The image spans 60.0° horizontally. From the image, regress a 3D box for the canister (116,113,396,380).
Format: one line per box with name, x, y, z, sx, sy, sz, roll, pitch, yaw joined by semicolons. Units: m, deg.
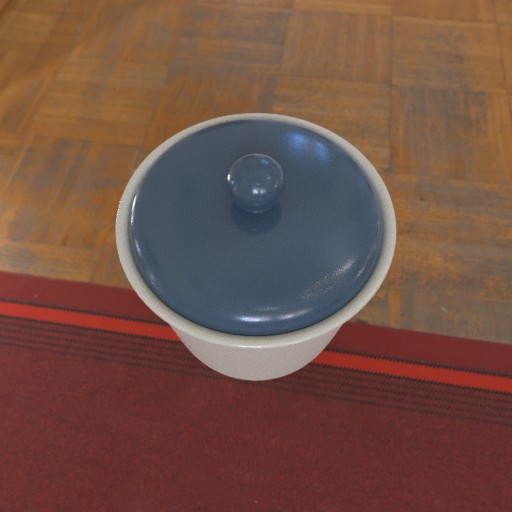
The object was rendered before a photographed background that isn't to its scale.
canister;0.000;0.000;0.341;0.182;0.208;0.182;0;61;0
